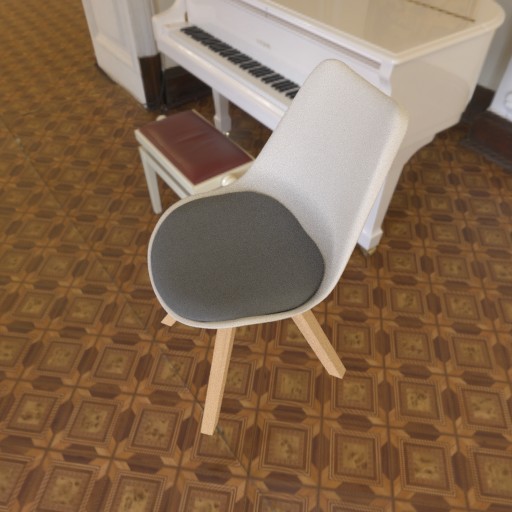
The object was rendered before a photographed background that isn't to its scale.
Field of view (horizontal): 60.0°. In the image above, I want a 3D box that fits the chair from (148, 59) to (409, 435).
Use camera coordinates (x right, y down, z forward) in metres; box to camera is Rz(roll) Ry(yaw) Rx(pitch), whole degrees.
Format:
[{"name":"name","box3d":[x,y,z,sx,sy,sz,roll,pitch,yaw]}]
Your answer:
[{"name":"chair","box3d":[0.000,0.000,1.162,0.550,0.850,0.485,-18,49,-16]}]
